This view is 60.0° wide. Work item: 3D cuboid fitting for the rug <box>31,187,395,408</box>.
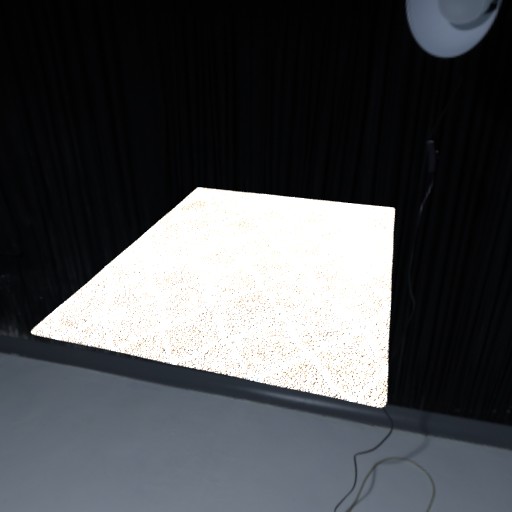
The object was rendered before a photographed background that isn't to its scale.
[{"bbox_3d":[0.000,0.000,4.100,2.438,0.029,3.047,8,30,14],"label":"rug"}]
